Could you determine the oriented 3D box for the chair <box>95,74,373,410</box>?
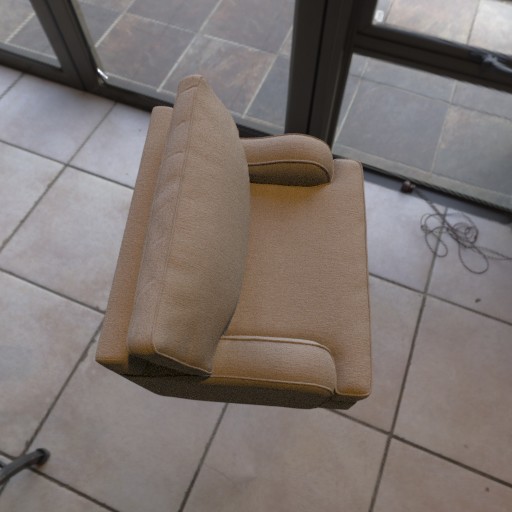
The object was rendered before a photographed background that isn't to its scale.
[{"bbox_3d":[0.000,0.000,2.033,1.041,1.016,1.220,4,64,2],"label":"chair"}]
